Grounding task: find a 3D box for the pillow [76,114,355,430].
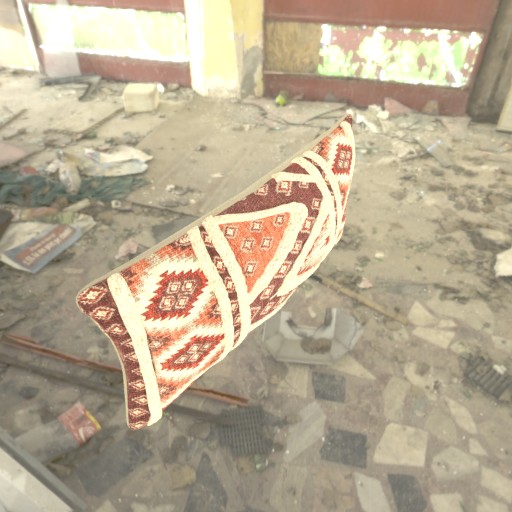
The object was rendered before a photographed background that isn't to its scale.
[{"bbox_3d":[0.000,0.000,0.734,0.161,0.295,0.608,26,46,28],"label":"pillow"}]
